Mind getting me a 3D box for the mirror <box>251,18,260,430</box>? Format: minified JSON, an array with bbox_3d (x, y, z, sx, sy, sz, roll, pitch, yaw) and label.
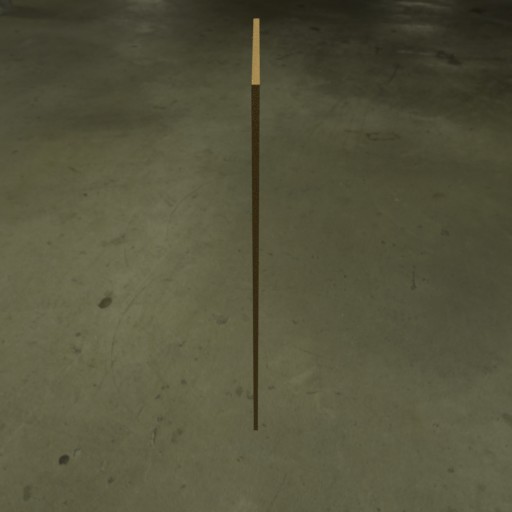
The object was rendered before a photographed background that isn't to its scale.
[{"bbox_3d":[0.000,0.000,2.285,0.025,2.031,0.812,0,40,0],"label":"mirror"}]
